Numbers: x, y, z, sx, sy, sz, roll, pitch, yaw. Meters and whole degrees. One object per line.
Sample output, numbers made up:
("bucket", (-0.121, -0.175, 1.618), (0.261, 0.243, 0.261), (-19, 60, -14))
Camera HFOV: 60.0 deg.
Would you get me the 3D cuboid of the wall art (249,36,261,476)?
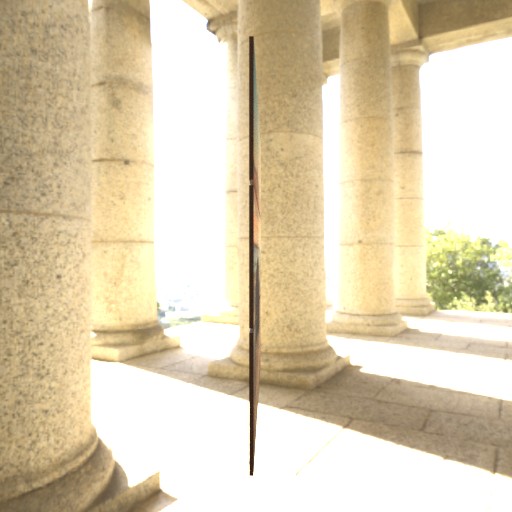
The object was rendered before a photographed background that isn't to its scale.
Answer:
("wall art", (0.000, 0.000, 1.836), (0.019, 1.218, 1.221), (0, 0, 1))
